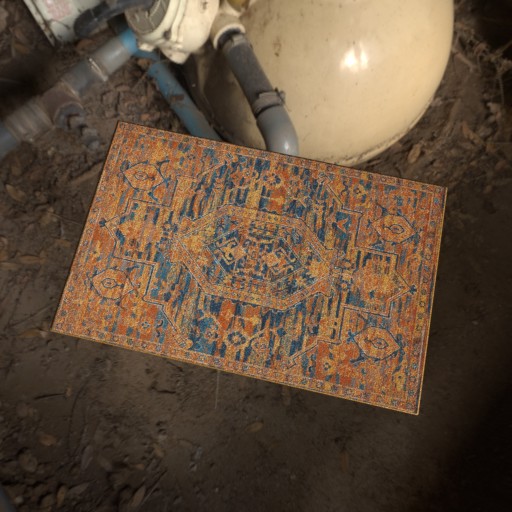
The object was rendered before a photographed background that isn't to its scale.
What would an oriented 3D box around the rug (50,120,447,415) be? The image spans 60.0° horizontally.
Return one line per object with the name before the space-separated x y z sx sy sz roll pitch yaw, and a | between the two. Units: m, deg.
rug | 0.000 0.000 1.073 0.863 0.008 0.557 12 77 3
